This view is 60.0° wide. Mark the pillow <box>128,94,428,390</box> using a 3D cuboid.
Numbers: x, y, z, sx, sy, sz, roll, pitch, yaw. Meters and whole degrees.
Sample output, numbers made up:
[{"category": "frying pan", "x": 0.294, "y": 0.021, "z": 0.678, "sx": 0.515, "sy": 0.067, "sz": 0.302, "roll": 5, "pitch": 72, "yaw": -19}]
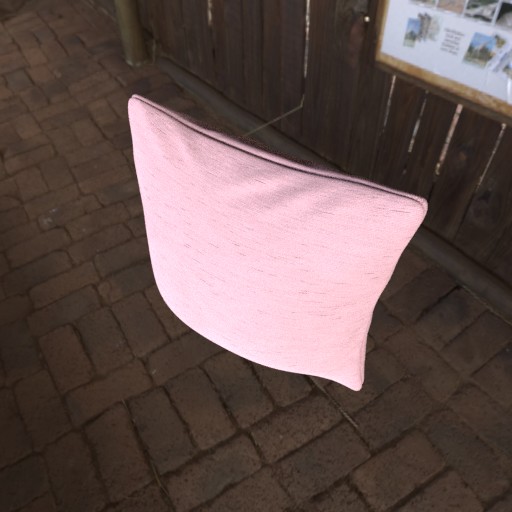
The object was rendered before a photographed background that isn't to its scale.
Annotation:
[{"category": "pillow", "x": 0.000, "y": 0.000, "z": 0.690, "sx": 0.432, "sy": 0.415, "sz": 0.246, "roll": 26, "pitch": 52, "yaw": 22}]
